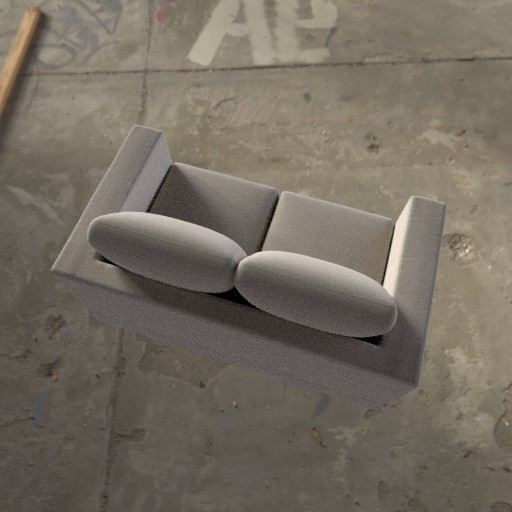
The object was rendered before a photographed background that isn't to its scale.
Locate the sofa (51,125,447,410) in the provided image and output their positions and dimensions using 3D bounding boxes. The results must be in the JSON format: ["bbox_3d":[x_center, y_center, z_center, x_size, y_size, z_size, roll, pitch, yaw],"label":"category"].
[{"bbox_3d":[0.000,0.000,2.416,1.813,0.932,1.009,16,65,8],"label":"sofa"}]
